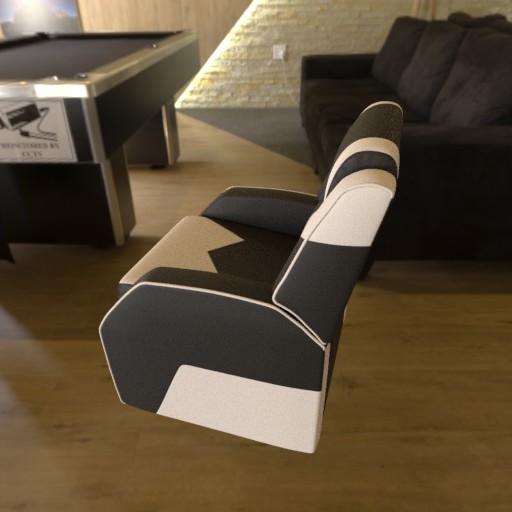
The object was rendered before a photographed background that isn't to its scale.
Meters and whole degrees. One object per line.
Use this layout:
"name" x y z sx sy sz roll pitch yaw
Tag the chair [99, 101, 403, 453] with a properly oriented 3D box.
"chair" 0.000 0.000 1.244 0.672 0.805 0.620 9 32 15
